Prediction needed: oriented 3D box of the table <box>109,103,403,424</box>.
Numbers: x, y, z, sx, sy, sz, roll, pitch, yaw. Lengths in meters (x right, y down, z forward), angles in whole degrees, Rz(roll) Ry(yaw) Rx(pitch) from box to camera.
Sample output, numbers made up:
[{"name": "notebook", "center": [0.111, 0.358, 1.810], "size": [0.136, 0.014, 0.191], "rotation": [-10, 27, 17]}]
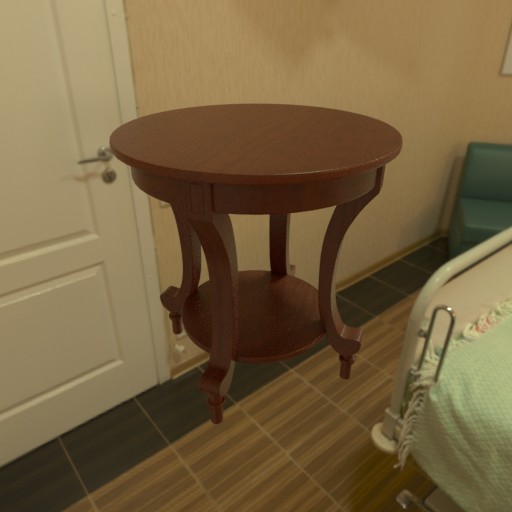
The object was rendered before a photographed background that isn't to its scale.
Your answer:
[{"name": "table", "center": [0.000, 0.000, 1.084], "size": [0.597, 0.612, 0.597], "rotation": [0, 29, 0]}]
